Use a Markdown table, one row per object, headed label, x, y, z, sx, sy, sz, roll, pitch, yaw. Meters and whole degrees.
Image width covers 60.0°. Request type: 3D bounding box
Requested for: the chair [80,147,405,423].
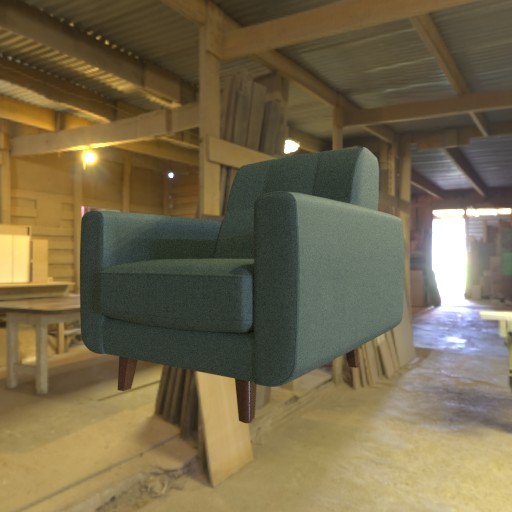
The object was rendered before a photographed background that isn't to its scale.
| label | x | y | z | sx | sy | sz | roll | pitch | yaw |
| --- | --- | --- | --- | --- | --- | --- | --- | --- | --- |
| chair | 0.000 | 0.000 | 1.576 | 0.831 | 0.841 | 0.909 | 0 | -1 | 35 |
